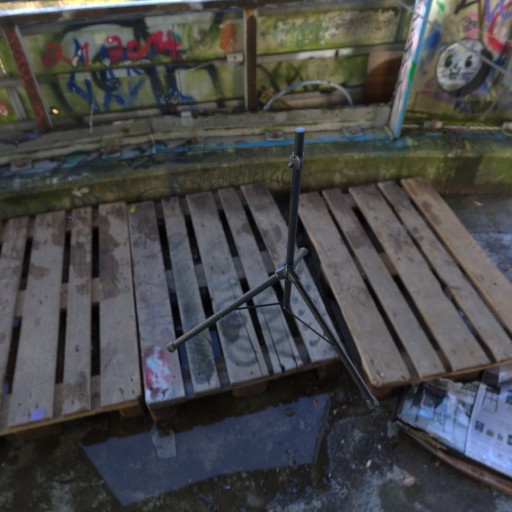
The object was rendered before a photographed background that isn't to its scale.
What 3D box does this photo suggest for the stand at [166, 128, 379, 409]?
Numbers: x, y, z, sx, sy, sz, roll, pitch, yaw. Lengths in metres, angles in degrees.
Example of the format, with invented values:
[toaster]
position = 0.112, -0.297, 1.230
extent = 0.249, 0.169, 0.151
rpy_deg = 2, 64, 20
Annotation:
[stand]
position = 0.000, 0.000, 1.878
extent = 0.907, 1.136, 1.045
rpy_deg = -9, 46, -9
